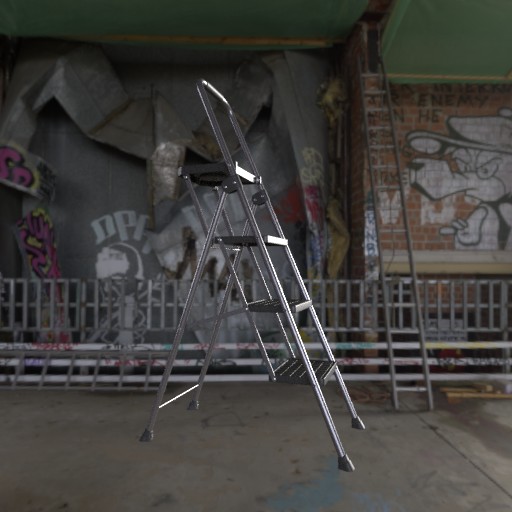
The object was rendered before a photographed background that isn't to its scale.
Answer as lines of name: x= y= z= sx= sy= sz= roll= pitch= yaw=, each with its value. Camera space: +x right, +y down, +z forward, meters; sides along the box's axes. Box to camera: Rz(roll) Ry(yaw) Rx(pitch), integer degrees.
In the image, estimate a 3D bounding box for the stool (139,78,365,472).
stool: x=0.000 y=0.000 z=1.609 sx=0.733 sy=1.277 sz=0.396 roll=0 pitch=-1 yaw=19
